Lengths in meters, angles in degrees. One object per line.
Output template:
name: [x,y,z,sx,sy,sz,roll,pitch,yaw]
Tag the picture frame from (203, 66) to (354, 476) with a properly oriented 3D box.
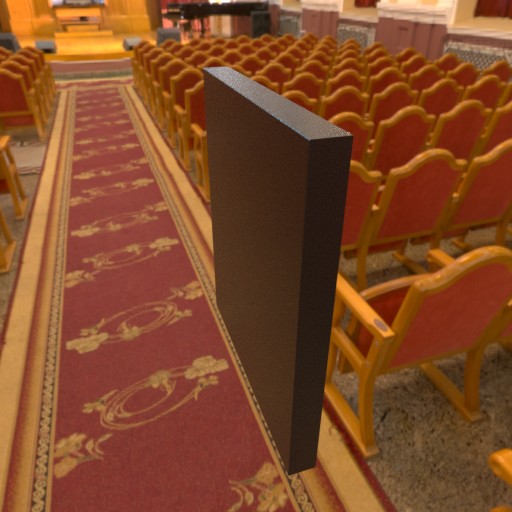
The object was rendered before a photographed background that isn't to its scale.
picture frame: [0.000,0.000,0.534,0.034,0.378,0.328,-10,33,-16]
